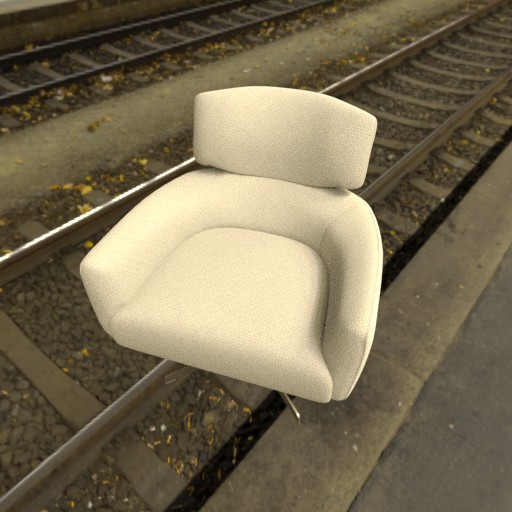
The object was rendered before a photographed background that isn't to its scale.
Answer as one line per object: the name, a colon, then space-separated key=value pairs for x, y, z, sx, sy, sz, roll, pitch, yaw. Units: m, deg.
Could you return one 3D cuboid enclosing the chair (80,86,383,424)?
chair: x=0.000 y=0.000 z=1.378 sx=0.760 sy=0.810 sz=0.730 roll=12 pitch=42 yaw=14
